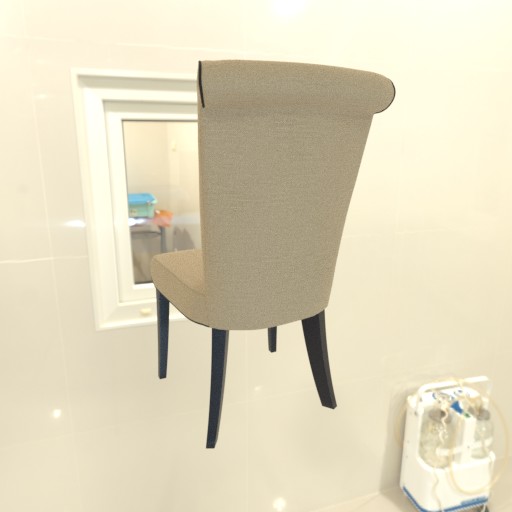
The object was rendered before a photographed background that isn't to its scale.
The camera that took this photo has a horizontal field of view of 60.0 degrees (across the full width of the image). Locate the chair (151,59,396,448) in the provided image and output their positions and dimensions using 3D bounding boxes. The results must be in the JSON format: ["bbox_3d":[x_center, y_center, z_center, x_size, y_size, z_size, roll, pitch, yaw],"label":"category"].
[{"bbox_3d":[0.000,0.000,1.334,0.522,0.997,0.623,-7,16,-26],"label":"chair"}]
